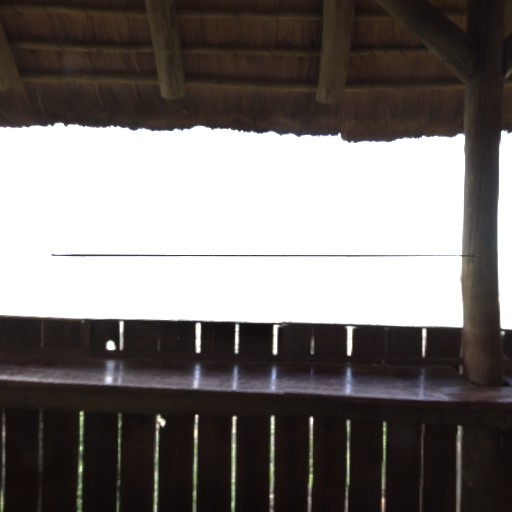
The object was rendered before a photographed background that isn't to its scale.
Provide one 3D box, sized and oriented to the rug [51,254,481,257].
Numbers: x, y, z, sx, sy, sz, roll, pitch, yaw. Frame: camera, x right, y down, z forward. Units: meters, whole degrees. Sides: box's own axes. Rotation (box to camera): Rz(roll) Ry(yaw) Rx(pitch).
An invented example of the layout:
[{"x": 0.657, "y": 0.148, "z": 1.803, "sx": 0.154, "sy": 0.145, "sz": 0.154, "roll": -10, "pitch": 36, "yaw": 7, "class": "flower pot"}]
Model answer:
[{"x": 0.000, "y": 0.000, "z": 3.081, "sx": 2.438, "sy": 0.010, "sz": 1.524, "roll": 0, "pitch": 0, "yaw": -19, "class": "rug"}]
